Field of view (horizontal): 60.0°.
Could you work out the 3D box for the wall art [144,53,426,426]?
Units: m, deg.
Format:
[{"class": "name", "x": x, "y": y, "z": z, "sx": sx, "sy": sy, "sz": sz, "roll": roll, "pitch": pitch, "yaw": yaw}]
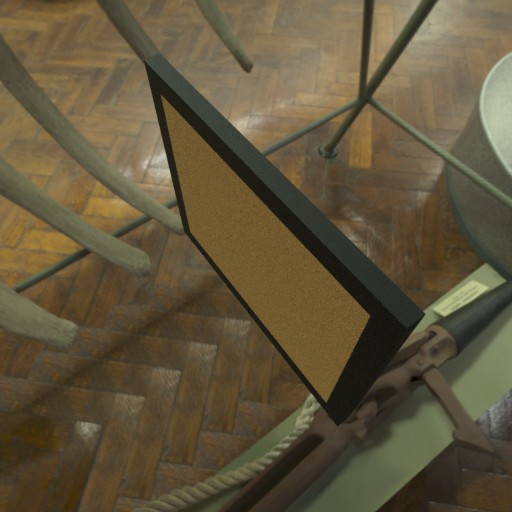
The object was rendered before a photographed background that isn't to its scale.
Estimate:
[{"class": "wall art", "x": 0.000, "y": 0.000, "z": 0.769, "sx": 0.028, "sy": 0.460, "sz": 0.561, "roll": -31, "pitch": 63, "yaw": -18}]
